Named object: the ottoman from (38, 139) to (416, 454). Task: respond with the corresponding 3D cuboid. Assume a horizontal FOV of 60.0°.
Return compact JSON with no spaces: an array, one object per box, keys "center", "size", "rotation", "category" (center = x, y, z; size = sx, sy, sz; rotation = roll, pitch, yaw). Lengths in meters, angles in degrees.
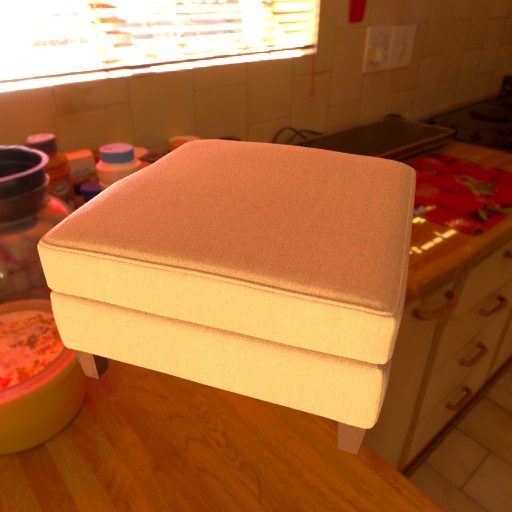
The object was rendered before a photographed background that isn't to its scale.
[{"center":[0.000,0.000,1.330],"size":[0.838,0.503,0.838],"rotation":[10,33,16],"category":"ottoman"}]
